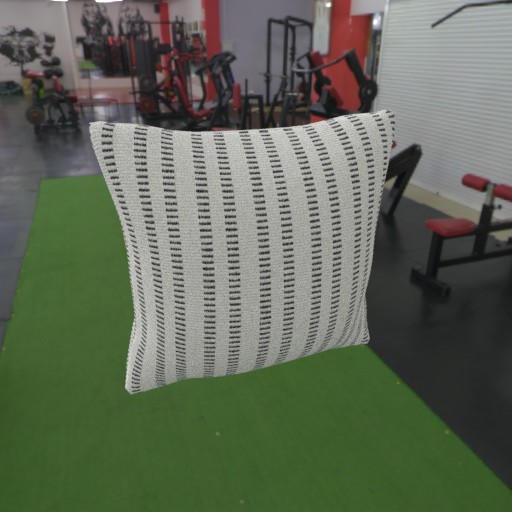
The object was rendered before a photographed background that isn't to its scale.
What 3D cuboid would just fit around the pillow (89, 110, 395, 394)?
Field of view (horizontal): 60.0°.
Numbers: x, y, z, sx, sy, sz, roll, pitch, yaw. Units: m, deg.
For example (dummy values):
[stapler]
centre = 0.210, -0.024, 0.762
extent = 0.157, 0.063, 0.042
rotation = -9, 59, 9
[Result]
[pillow]
centre = 0.000, 0.000, 0.685
extent = 0.438, 0.419, 0.247
rotation = -8, 26, -16
